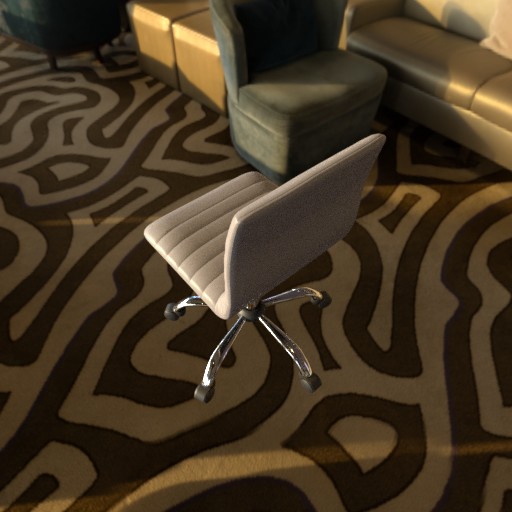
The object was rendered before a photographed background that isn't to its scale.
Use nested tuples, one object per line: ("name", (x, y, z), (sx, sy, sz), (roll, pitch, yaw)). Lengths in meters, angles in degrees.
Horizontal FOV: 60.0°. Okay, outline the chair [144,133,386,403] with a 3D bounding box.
("chair", (0.000, 0.000, 1.173), (0.569, 0.750, 0.542), (-33, 55, -27))
